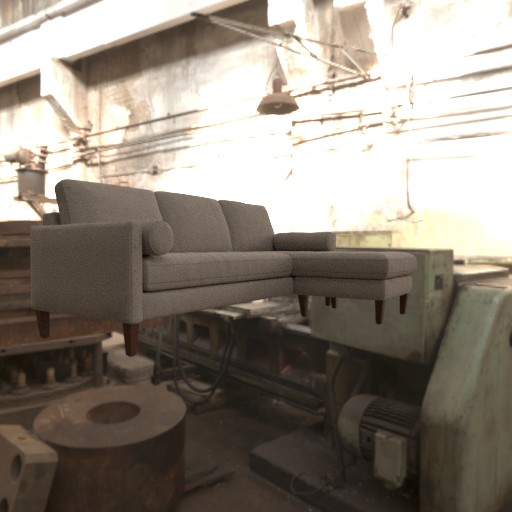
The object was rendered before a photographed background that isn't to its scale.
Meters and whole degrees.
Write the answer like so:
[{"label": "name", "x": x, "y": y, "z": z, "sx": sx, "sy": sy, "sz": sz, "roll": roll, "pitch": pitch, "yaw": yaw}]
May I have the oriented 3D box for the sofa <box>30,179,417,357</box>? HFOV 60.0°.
[{"label": "sofa", "x": 0.000, "y": 0.000, "z": 2.872, "sx": 1.506, "sy": 0.875, "sz": 2.178, "roll": 1, "pitch": 2, "yaw": 35}]
